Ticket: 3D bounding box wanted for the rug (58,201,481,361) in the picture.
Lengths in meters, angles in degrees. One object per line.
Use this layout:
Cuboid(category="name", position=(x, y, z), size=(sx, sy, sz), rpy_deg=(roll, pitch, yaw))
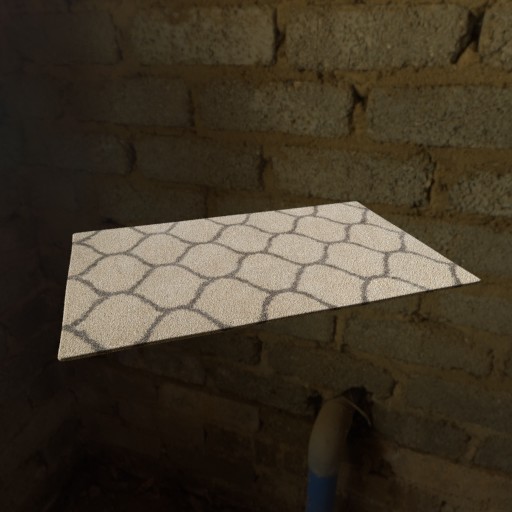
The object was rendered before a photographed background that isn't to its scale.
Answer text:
Cuboid(category="rug", position=(0.000, 0.000, 2.947), size=(2.348, 0.024, 1.501), rpy_deg=(-8, 27, -16))
